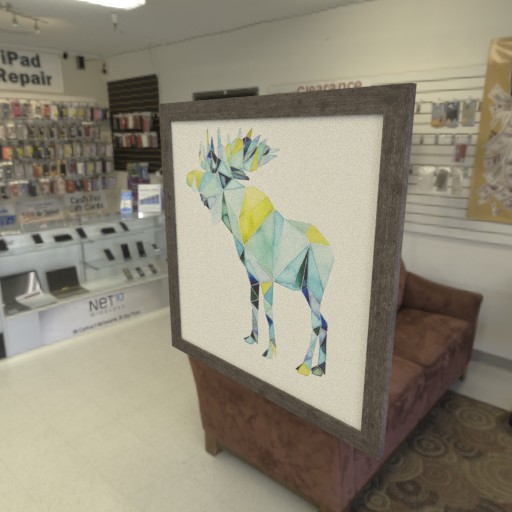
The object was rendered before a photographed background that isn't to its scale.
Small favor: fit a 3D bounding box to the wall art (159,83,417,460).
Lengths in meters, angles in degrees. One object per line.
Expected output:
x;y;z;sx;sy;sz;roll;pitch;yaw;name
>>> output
0.000;0.000;0.672;0.457;0.457;0.013;15;21;43;wall art
